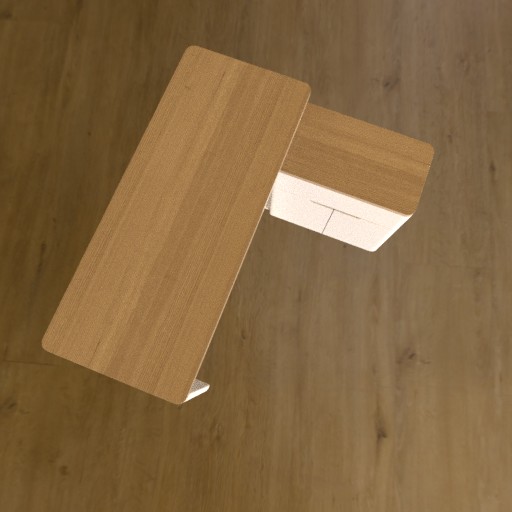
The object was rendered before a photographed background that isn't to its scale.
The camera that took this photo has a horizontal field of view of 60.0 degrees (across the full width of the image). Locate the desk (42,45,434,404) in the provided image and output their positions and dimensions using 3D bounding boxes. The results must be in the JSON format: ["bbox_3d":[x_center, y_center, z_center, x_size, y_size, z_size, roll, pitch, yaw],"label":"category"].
[{"bbox_3d":[0.000,0.000,2.107,1.175,0.770,1.400,21,77,5],"label":"desk"}]
